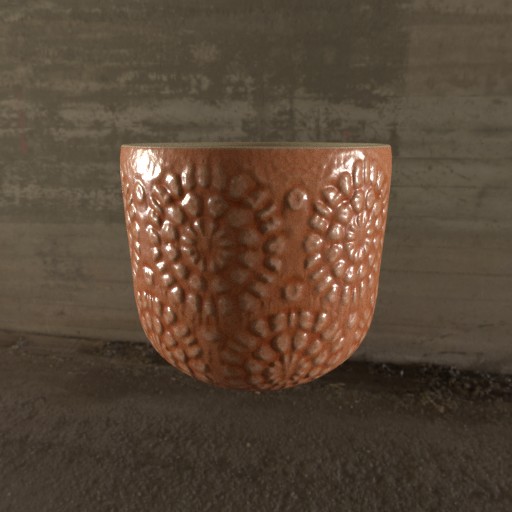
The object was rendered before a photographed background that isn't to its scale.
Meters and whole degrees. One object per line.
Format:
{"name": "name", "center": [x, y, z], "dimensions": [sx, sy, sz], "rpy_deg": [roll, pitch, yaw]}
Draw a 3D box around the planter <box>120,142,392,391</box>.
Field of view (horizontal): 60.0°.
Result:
{"name": "planter", "center": [0.000, 0.000, 0.223], "dimensions": [0.124, 0.109, 0.124], "rpy_deg": [0, 15, 0]}
